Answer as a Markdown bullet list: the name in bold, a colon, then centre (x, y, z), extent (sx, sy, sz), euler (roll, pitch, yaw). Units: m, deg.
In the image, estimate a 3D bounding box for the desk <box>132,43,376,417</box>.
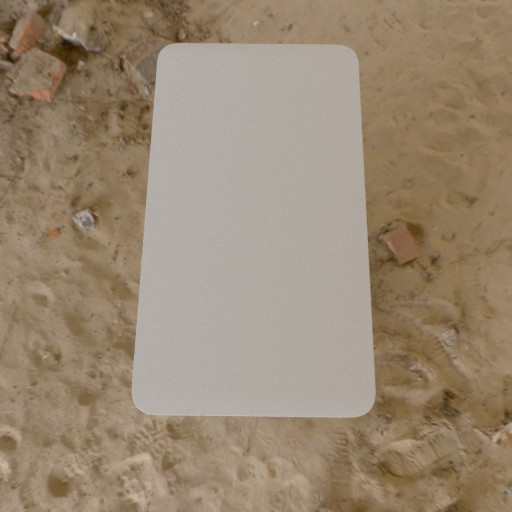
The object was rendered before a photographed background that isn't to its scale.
- **desk**: centre (0.000, 0.000, 1.265), extent (0.446, 0.760, 0.790), euler (1, 76, 0)
